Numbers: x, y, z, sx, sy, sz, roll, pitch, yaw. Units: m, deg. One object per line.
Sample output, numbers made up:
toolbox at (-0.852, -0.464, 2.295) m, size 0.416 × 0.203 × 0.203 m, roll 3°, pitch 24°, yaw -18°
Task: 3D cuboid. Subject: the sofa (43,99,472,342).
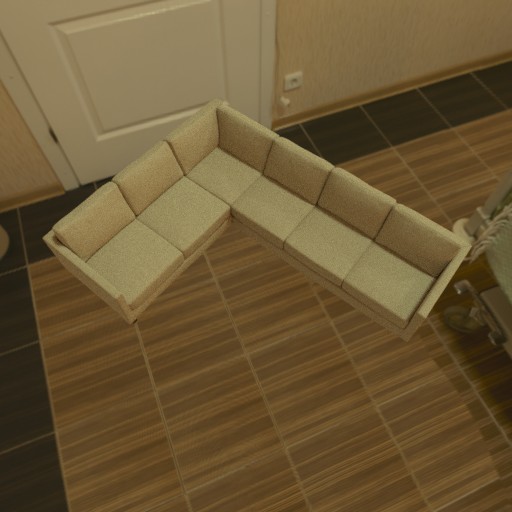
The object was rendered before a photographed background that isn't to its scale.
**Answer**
sofa at (0.000, 0.000, 4.302) m, size 3.182 × 0.863 × 2.432 m, roll 34°, pitch 65°, yaw 19°
